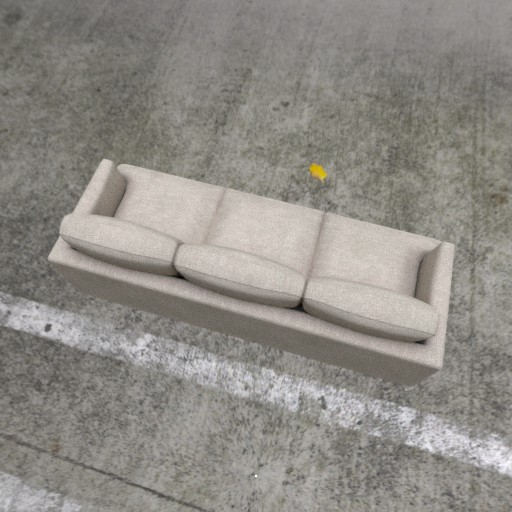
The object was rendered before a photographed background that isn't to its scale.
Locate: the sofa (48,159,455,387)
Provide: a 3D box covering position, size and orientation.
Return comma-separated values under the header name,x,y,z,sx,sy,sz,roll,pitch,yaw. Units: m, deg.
name,x,y,z,sx,sy,sz,roll,pitch,yaw
sofa,0.000,0.000,2.743,2.246,0.930,0.903,15,65,7
